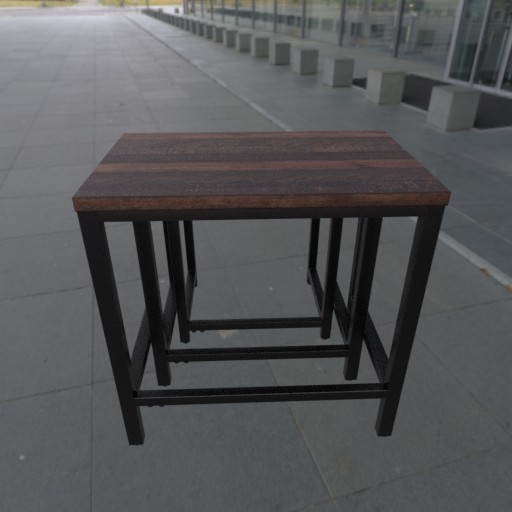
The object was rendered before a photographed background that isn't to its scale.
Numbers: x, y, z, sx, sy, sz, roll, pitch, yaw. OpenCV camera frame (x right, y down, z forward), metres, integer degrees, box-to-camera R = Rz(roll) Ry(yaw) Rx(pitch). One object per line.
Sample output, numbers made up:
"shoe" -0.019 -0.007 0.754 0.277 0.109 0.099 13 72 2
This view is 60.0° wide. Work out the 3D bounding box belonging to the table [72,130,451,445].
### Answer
"table" 0.000 0.000 1.147 0.608 0.616 0.660 -1 31 -2
